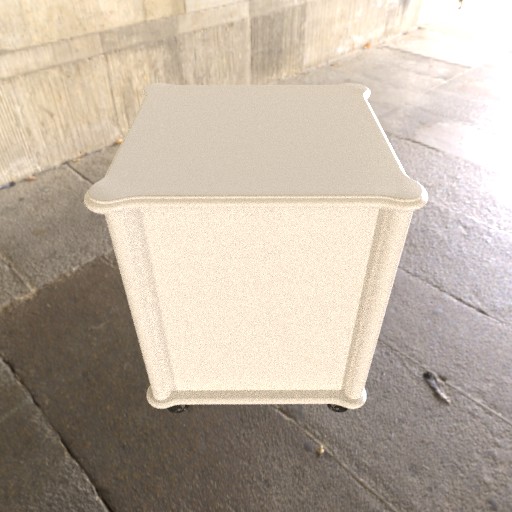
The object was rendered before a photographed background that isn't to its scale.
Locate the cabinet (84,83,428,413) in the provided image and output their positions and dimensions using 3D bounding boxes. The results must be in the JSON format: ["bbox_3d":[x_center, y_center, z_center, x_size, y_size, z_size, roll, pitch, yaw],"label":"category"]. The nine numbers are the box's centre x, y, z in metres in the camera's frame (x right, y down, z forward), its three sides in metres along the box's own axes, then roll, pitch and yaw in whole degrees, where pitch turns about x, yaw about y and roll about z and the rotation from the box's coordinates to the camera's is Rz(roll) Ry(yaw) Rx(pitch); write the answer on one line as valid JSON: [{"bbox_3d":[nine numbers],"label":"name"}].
[{"bbox_3d":[0.000,0.000,1.253,0.627,0.761,0.628,0,40,0],"label":"cabinet"}]
